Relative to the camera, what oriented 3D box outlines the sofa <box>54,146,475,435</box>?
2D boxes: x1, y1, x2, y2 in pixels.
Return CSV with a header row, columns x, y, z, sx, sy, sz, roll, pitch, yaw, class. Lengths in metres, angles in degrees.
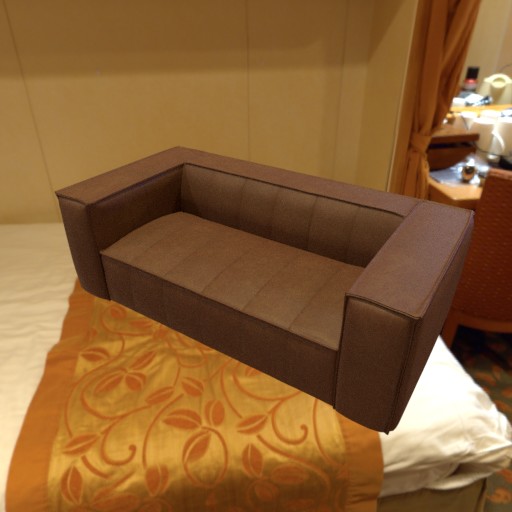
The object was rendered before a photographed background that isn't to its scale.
x,y,z,sx,sy,sz,roll,pitch,yaw,class
0.000,0.000,2.558,2.088,0.703,1.102,19,36,28,sofa
